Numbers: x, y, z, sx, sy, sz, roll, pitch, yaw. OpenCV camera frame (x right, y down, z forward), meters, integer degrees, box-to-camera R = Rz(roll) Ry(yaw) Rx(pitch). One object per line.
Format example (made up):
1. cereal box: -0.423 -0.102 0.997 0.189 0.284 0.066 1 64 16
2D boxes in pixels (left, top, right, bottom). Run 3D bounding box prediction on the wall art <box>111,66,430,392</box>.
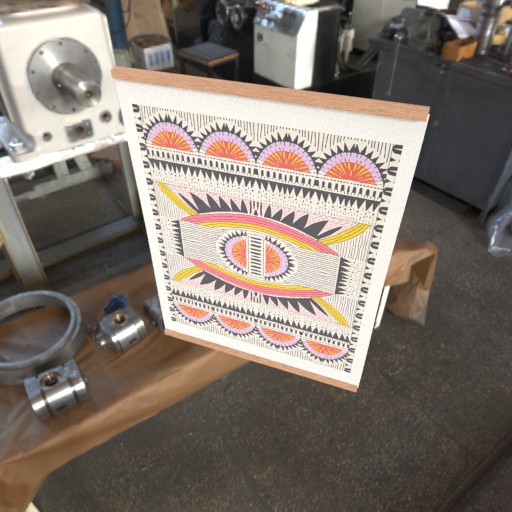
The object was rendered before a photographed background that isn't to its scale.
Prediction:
1. wall art: 0.000 0.000 1.340 0.765 1.016 0.028 13 42 15
